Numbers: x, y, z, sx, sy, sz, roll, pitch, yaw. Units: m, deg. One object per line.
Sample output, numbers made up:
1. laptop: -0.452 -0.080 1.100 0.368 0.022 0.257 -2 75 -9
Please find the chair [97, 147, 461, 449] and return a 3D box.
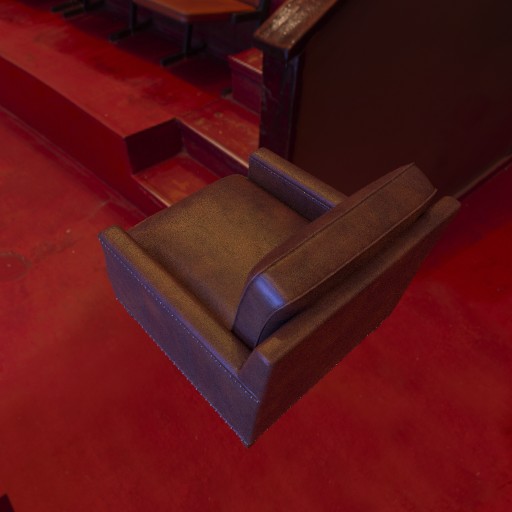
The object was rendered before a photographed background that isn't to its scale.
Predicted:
1. chair: 0.000 0.000 1.699 0.853 0.929 1.014 -34 56 -27
